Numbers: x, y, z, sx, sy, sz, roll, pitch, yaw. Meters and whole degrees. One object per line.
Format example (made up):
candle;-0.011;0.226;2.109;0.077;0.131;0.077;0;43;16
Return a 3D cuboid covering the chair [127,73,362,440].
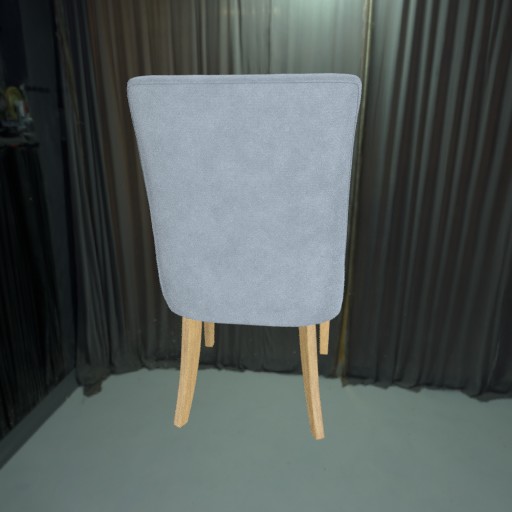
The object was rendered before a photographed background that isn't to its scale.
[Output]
chair;0.000;0.000;1.243;0.495;0.902;0.610;2;17;7
